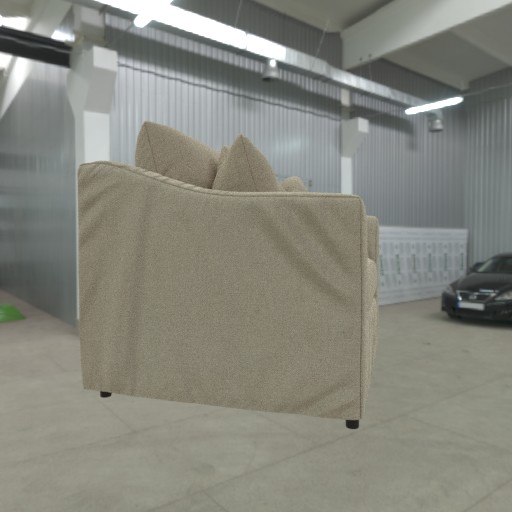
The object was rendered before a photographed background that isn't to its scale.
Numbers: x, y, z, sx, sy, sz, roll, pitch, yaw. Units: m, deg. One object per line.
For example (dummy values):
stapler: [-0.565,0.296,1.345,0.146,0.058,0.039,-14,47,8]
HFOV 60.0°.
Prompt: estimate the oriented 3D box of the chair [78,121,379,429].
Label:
chair: [0.000,0.000,2.062,1.071,1.093,1.194,0,1,18]
